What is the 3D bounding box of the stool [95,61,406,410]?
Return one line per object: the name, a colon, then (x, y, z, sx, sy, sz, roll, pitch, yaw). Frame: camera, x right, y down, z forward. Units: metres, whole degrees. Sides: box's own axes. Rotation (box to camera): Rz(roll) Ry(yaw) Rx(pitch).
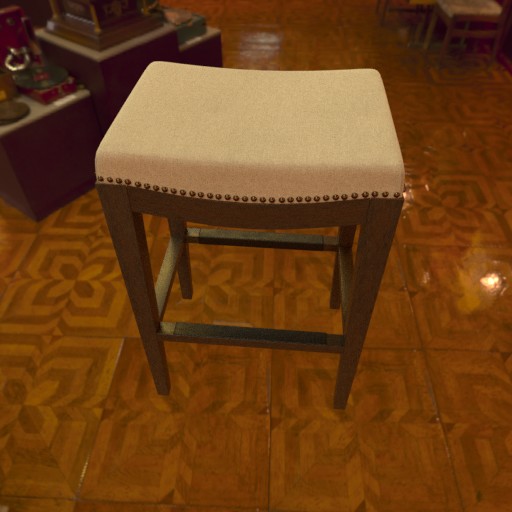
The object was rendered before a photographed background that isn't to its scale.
stool: (0.000, 0.000, 1.031, 0.498, 0.759, 0.358, 3, 46, 3)
